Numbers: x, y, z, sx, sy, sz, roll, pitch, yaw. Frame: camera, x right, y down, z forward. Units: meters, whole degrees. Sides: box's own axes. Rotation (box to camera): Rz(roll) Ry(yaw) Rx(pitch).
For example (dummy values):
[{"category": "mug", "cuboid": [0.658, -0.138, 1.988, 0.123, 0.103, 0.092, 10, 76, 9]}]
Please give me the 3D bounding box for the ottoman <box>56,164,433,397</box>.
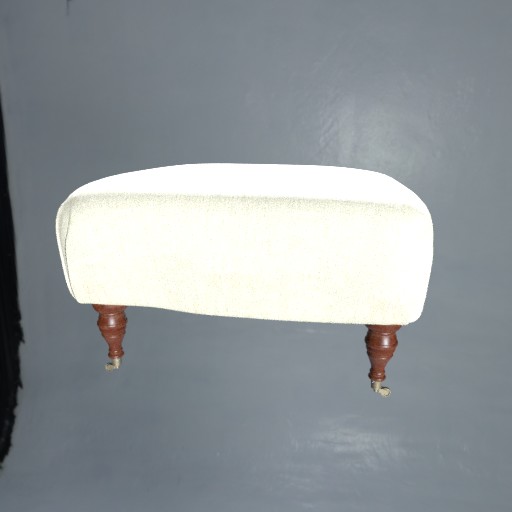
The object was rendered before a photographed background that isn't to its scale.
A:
[{"category": "ottoman", "cuboid": [0.000, 0.000, 1.115, 0.747, 0.450, 0.622, 2, 14, 10]}]
